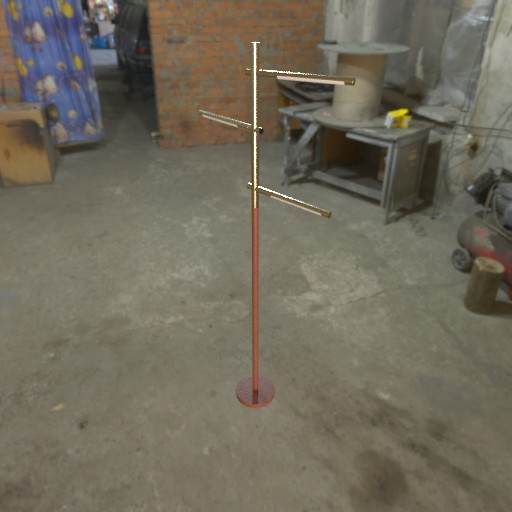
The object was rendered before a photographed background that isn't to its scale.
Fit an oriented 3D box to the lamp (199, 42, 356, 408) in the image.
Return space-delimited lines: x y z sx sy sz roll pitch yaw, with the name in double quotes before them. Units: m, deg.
"lamp" 0.000 0.000 1.959 0.737 1.704 0.209 21 36 31
